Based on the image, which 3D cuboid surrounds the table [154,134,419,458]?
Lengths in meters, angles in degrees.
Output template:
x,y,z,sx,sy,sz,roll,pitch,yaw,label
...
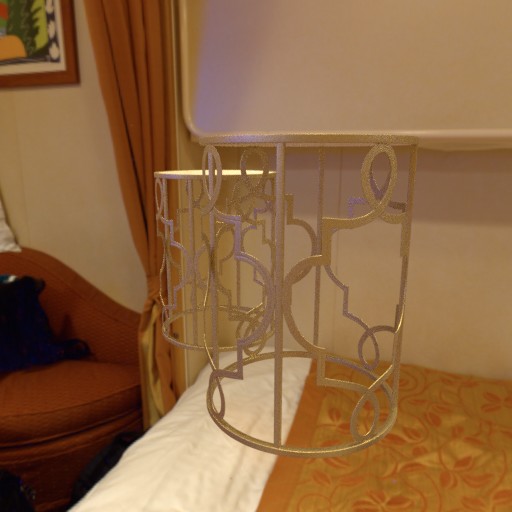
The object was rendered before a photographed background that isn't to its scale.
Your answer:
x,y,z,sx,sy,sz,roll,pitch,yaw,label
0.000,0.000,1.122,0.420,0.564,0.846,-7,15,-27,table
